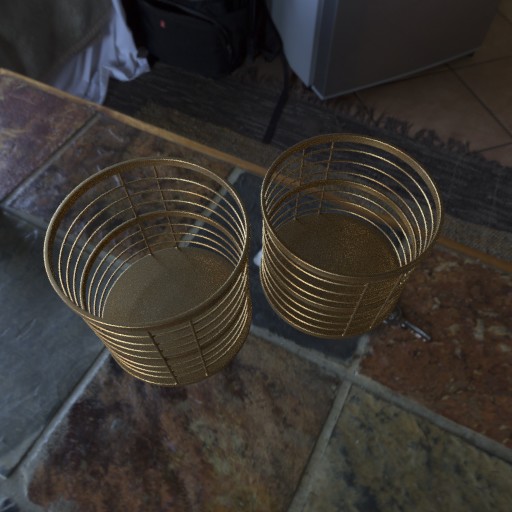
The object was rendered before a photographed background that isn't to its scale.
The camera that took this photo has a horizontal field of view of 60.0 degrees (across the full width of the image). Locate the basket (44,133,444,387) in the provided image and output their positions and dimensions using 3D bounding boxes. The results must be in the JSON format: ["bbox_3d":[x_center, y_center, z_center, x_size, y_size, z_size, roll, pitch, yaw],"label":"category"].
[{"bbox_3d":[0.000,0.000,0.950,0.746,0.351,0.356,-14,60,-8],"label":"basket"}]
